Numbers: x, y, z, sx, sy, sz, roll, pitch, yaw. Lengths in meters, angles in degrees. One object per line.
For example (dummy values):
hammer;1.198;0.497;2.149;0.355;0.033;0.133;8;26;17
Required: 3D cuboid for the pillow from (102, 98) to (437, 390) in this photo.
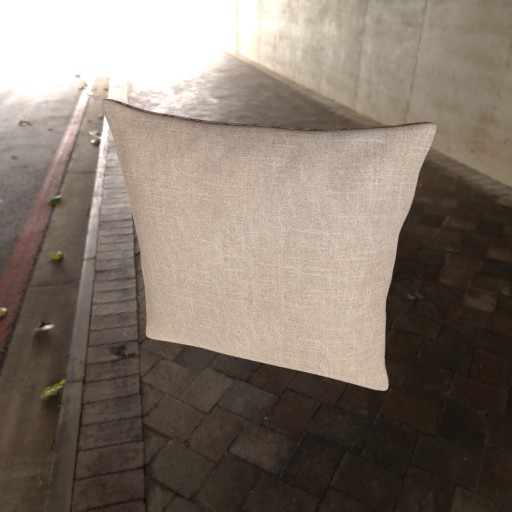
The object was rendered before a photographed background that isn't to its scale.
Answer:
pillow;0.000;0.000;0.784;0.523;0.506;0.166;9;32;15
